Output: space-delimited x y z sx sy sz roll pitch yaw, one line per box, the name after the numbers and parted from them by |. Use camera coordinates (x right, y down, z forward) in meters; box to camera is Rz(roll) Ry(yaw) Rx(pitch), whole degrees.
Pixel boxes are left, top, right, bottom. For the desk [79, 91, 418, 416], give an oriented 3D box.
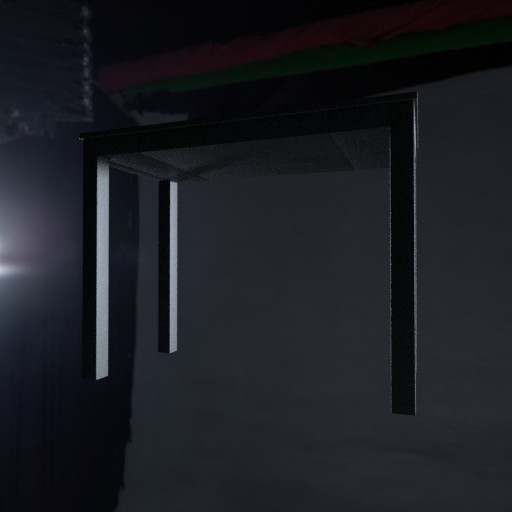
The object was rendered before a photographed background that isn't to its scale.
0.000 0.000 1.440 0.991 0.762 0.499 0 -1 20 | desk
